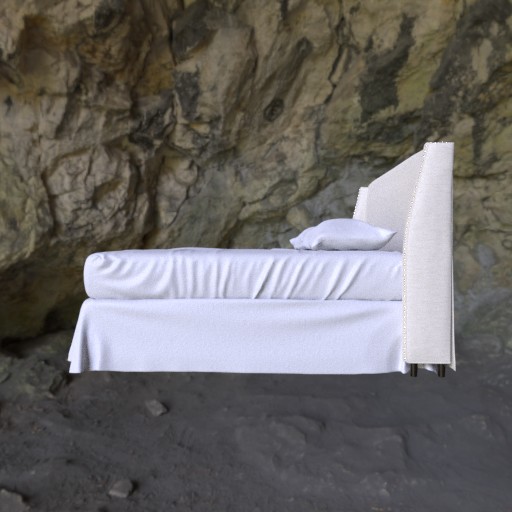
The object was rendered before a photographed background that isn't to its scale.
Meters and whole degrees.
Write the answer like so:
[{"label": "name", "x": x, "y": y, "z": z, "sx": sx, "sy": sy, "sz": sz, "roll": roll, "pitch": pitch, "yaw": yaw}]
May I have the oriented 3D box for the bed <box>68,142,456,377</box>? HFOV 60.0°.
[{"label": "bed", "x": 0.000, "y": 0.000, "z": 3.423, "sx": 2.276, "sy": 1.332, "sz": 1.925, "roll": 0, "pitch": 1, "yaw": 2}]
